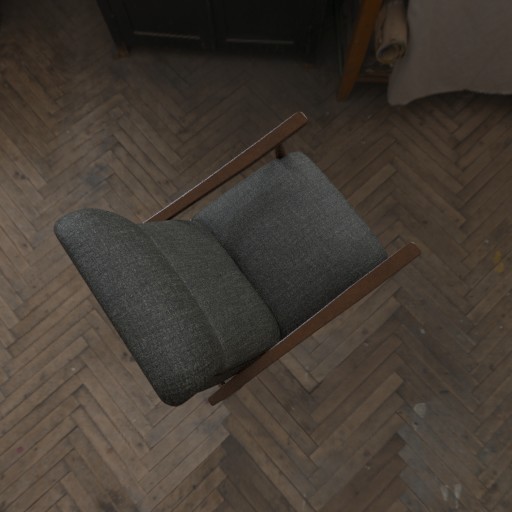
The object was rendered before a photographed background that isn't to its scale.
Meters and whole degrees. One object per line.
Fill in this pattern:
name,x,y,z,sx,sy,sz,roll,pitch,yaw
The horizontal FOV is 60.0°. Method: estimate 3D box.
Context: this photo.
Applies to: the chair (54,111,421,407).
chair,0.000,0.000,1.766,1.014,1.082,0.762,-35,77,-9
